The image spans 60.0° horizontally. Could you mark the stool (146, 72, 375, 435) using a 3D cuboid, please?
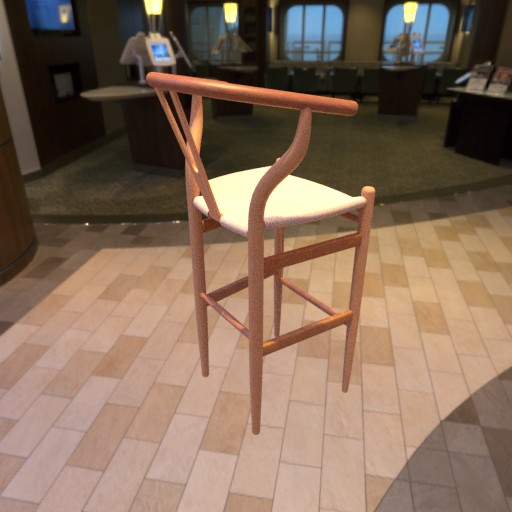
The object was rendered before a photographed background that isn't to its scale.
[{"bbox_3d":[0.000,0.000,1.368,0.561,1.068,0.574,-18,32,-31],"label":"stool"}]
